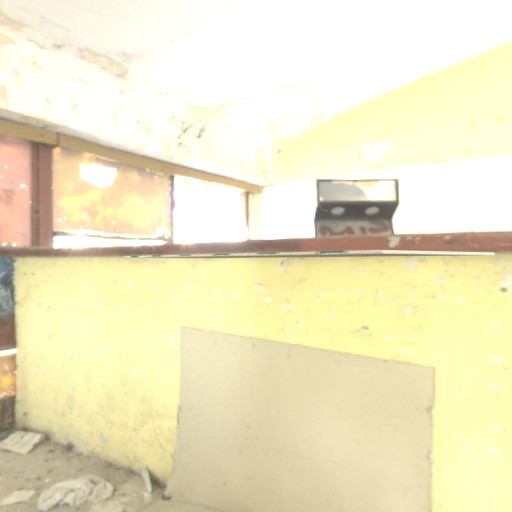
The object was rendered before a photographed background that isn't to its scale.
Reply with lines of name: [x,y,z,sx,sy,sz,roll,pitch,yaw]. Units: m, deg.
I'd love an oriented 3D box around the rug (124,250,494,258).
rug: [0.000,0.000,2.666,0.768,0.012,2.438,0,-1,-36]
